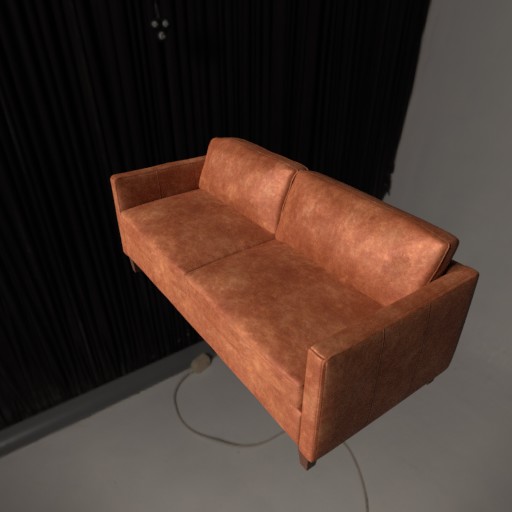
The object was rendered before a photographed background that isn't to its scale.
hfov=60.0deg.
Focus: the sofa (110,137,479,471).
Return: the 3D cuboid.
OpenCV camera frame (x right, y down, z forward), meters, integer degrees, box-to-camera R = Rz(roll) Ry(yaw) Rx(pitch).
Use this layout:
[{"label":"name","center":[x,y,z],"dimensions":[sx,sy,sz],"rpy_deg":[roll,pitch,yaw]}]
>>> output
[{"label":"sofa","center":[0.000,0.000,2.411],"dimensions":[0.923,0.863,1.971],"rpy_deg":[-20,37,-30]}]
